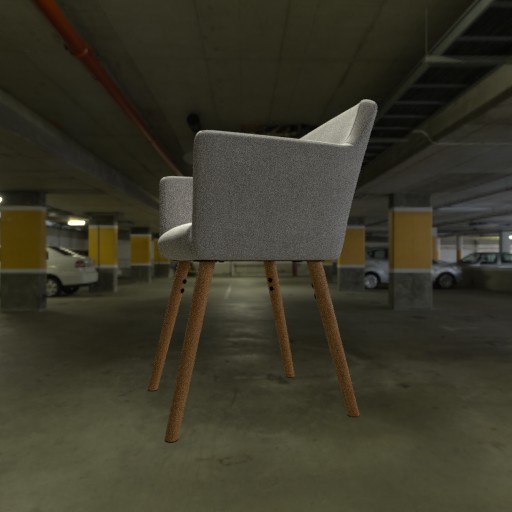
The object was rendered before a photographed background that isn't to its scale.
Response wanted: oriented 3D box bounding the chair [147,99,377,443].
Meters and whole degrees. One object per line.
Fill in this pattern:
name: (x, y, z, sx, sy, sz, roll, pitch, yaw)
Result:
chair: (0.000, 0.000, 1.198, 0.540, 0.780, 0.570, 0, 0, -19)
